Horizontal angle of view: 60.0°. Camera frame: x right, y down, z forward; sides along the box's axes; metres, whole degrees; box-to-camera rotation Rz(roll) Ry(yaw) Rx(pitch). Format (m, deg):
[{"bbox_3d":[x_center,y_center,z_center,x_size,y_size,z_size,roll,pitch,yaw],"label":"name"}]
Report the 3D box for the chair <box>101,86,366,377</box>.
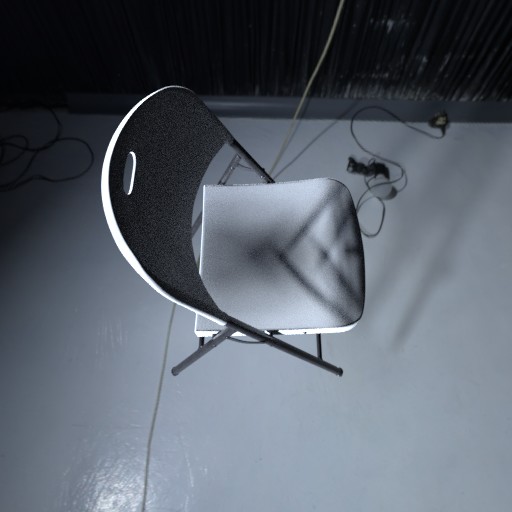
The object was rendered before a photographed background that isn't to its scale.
[{"bbox_3d":[0.000,0.000,1.179,0.566,0.810,0.494,0,65,0],"label":"chair"}]
